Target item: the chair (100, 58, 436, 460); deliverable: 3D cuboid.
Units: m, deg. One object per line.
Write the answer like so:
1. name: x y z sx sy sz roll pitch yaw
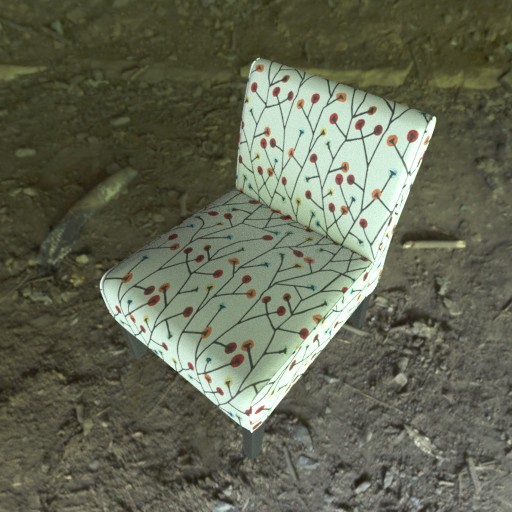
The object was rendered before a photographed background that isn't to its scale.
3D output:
1. chair: 0.000 0.000 1.316 0.597 0.813 0.732 31 53 27
